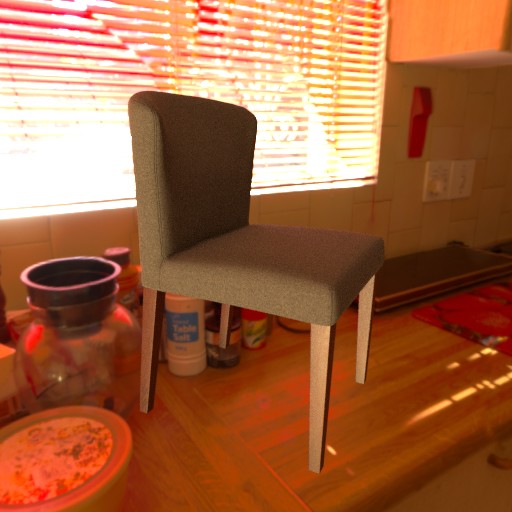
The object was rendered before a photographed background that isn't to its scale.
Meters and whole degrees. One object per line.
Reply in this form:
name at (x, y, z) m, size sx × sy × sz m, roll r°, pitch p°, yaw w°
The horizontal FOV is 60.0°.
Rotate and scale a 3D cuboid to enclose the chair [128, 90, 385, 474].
chair at (0.000, 0.000, 1.181) m, size 0.592 × 0.839 × 0.491 m, roll 8°, pitch 18°, yaw 26°
